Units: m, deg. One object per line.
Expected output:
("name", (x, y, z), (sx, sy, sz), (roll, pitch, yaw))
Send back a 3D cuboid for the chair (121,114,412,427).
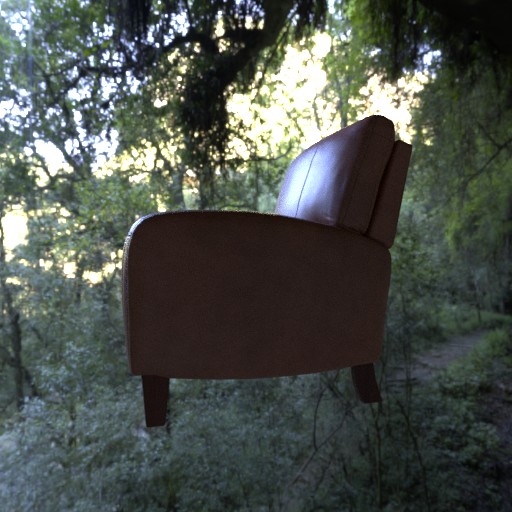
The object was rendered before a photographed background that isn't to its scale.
("chair", (0.000, 0.000, 1.711), (0.990, 0.990, 0.762), (0, 0, -17))
